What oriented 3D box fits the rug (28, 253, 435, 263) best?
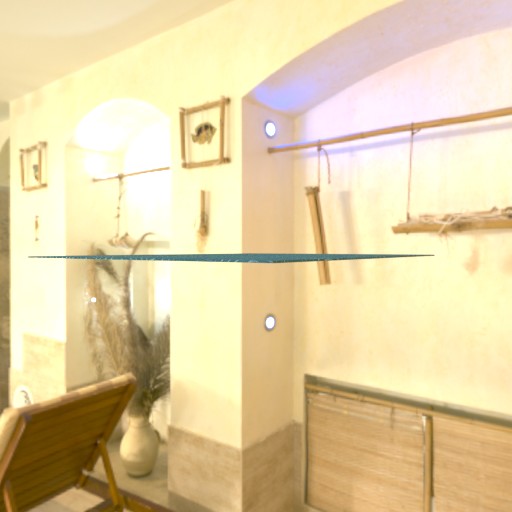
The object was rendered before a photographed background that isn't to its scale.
[{"bbox_3d":[0.000,0.000,4.141,2.432,0.012,3.033,1,1,36],"label":"rug"}]
